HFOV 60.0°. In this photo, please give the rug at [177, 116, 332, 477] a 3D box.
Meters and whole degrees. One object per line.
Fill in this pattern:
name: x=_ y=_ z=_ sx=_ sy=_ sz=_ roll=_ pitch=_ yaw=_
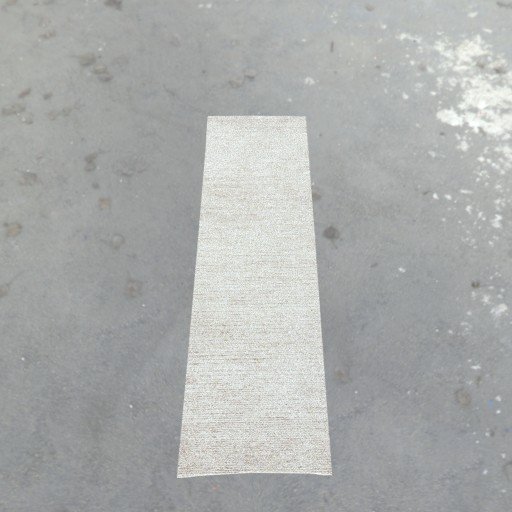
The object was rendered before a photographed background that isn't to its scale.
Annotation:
rug: x=0.000 y=0.000 z=2.614 sx=0.712 sy=0.013 sz=2.346 roll=0 pitch=60 yaw=0
